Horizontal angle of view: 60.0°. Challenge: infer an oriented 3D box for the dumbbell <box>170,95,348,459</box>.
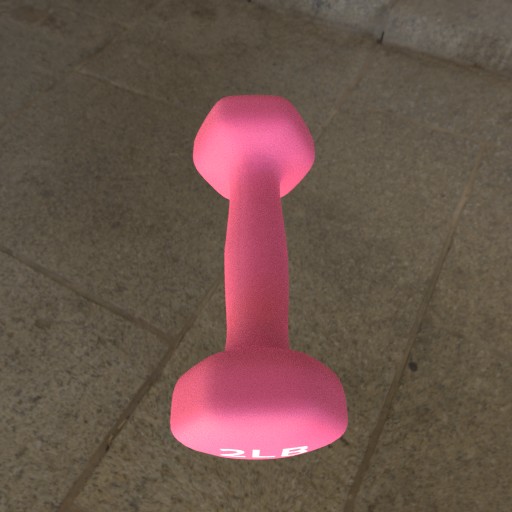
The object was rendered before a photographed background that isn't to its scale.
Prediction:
[{"bbox_3d":[0.000,0.000,0.177,0.058,0.053,0.146,0,57,0],"label":"dumbbell"}]
